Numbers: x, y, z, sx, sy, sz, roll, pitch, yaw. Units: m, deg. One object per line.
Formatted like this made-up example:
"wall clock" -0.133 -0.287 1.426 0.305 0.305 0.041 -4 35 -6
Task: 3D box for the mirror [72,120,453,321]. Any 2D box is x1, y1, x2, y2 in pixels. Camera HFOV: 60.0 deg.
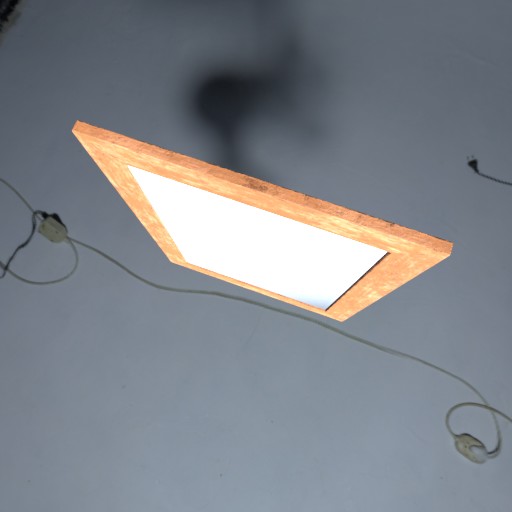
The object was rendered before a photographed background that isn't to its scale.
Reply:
"mirror" 0.000 0.000 1.409 0.796 1.099 0.028 19 76 5
